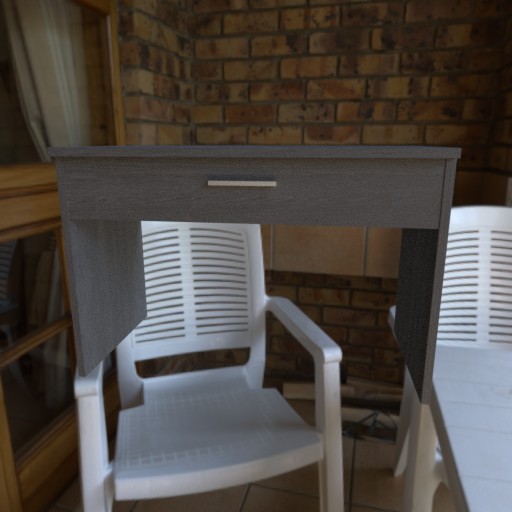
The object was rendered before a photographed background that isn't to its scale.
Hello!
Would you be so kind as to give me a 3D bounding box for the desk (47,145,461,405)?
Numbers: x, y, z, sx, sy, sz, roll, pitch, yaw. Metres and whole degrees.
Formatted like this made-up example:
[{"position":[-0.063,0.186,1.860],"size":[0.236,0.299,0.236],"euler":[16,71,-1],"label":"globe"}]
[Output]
[{"position":[0.000,0.000,1.520],"size":[1.099,0.729,0.557],"euler":[2,15,8],"label":"desk"}]
